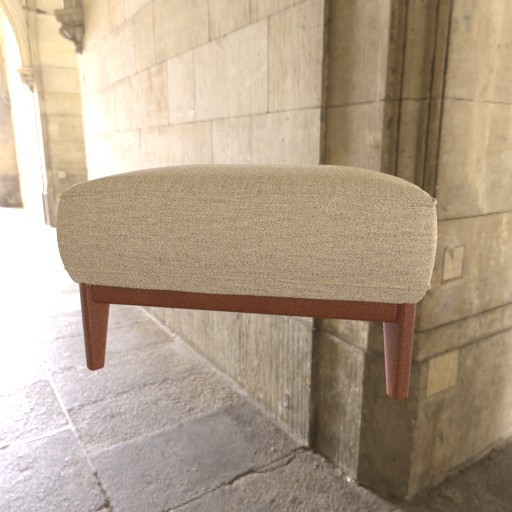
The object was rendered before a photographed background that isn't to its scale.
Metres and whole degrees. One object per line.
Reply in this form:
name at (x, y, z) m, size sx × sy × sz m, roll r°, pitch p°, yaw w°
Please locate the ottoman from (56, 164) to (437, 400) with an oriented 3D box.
ottoman at (0.000, 0.000, 1.158) m, size 0.794 × 0.465 × 0.594 m, roll 2°, pitch 14°, yaw 10°
